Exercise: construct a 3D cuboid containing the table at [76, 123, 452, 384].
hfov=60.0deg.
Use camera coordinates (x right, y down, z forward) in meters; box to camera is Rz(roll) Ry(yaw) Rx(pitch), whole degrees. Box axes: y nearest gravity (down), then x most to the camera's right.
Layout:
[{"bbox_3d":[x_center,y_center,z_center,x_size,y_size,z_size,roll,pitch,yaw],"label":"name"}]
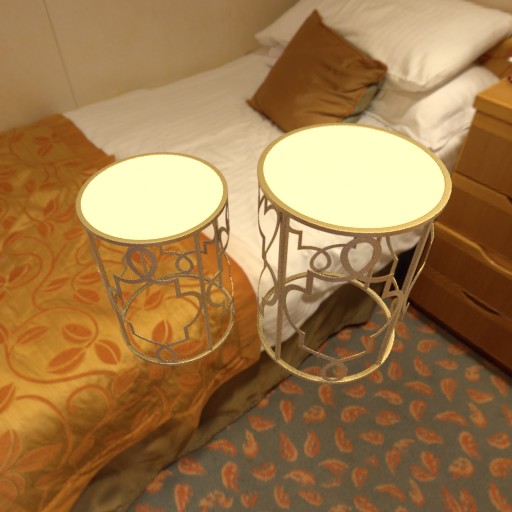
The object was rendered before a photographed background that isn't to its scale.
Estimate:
[{"bbox_3d":[0.000,0.000,1.188,0.846,0.564,0.420,2,45,2],"label":"table"}]
